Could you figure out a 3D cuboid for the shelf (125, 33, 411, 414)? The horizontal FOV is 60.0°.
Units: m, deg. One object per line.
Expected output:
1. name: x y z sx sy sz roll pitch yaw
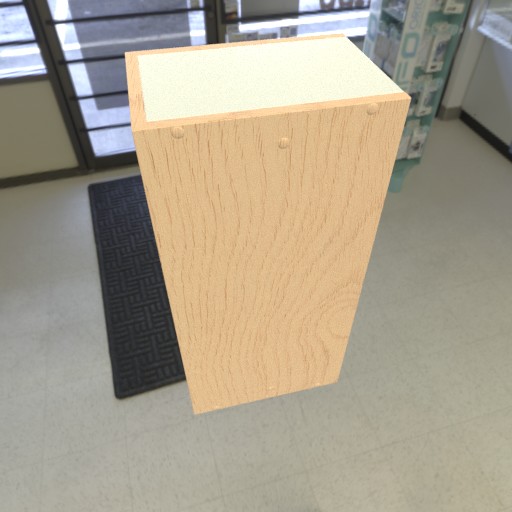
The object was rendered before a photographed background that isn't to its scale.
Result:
1. shelf: 0.000 0.000 0.724 0.290 0.600 0.200 -10 46 -10
